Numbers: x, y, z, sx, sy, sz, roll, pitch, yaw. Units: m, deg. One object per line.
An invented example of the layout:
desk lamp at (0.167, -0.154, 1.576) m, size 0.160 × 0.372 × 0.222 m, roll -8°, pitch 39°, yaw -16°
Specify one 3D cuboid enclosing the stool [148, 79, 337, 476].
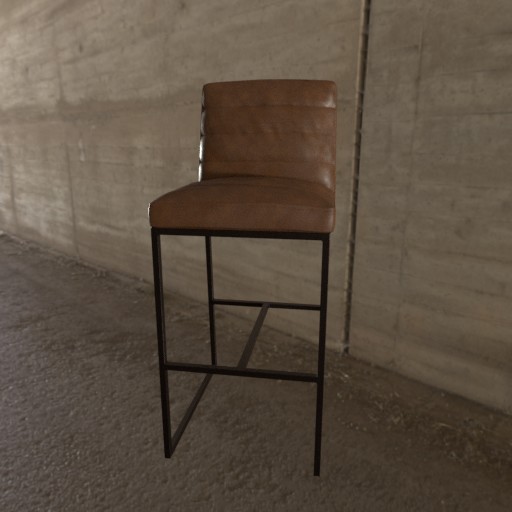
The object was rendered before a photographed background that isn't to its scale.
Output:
stool at (0.000, 0.000, 1.346) m, size 0.463 × 1.065 × 0.562 m, roll 2°, pitch 15°, yaw 9°
